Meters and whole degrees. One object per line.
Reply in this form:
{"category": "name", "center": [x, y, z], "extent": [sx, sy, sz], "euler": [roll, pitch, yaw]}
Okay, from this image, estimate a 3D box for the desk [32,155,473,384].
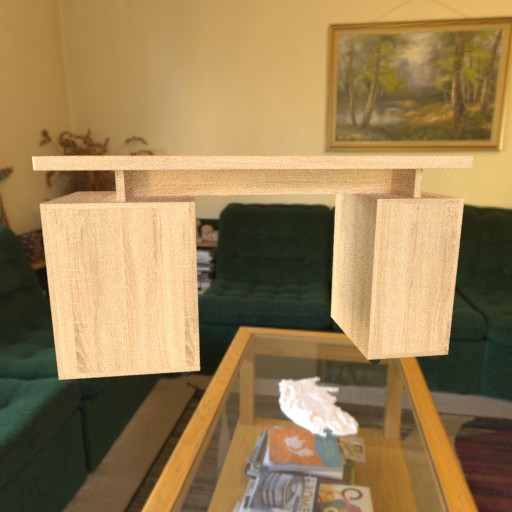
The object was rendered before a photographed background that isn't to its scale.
{"category": "desk", "center": [0.000, 0.000, 1.725], "extent": [1.400, 0.760, 0.550], "euler": [-2, 13, -8]}
